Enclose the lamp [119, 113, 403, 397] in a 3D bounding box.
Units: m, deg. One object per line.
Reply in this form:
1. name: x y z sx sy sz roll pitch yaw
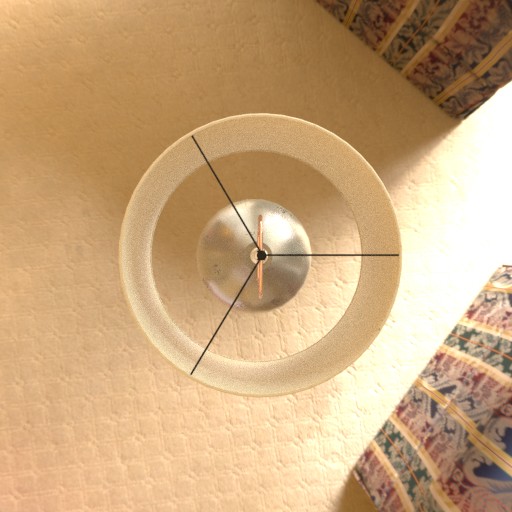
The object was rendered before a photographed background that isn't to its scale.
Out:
1. lamp: 0.000 0.000 0.737 0.330 0.521 0.330 0 90 -1
